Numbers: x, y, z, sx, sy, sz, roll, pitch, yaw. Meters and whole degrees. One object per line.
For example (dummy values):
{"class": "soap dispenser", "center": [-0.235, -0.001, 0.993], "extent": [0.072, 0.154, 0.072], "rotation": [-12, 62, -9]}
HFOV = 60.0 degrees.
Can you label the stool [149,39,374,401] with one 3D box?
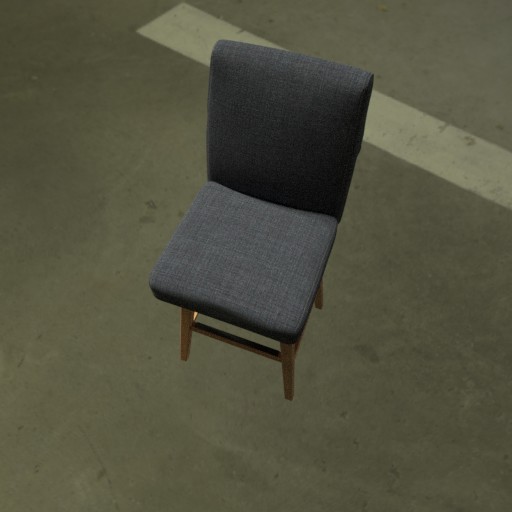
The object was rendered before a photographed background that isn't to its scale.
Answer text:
{"class": "stool", "center": [0.000, 0.000, 1.431], "extent": [0.483, 1.112, 0.570], "rotation": [17, 59, 11]}
